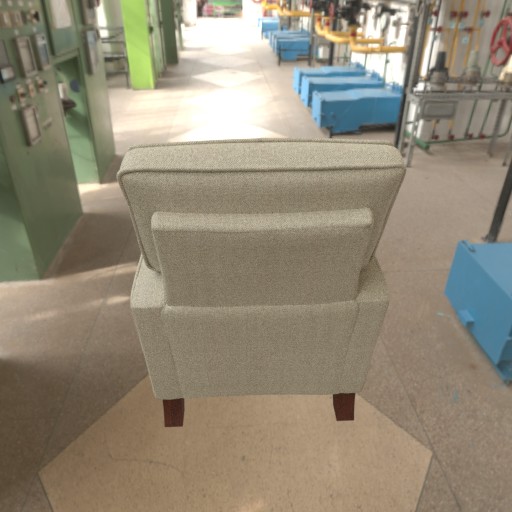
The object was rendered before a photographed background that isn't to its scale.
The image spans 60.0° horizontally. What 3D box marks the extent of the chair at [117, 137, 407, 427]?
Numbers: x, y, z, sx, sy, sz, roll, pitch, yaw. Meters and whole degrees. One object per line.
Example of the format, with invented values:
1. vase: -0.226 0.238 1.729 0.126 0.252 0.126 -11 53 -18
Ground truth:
1. chair: 0.000 0.000 1.386 0.648 0.888 0.754 -1 31 -2
